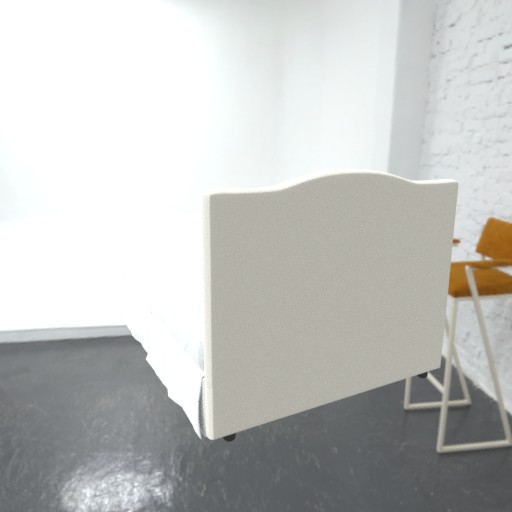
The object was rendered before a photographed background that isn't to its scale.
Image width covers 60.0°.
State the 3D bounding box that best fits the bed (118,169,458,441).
[{"bbox_3d":[0.000,0.000,3.528,1.821,1.436,2.282,-7,15,-27],"label":"bed"}]
